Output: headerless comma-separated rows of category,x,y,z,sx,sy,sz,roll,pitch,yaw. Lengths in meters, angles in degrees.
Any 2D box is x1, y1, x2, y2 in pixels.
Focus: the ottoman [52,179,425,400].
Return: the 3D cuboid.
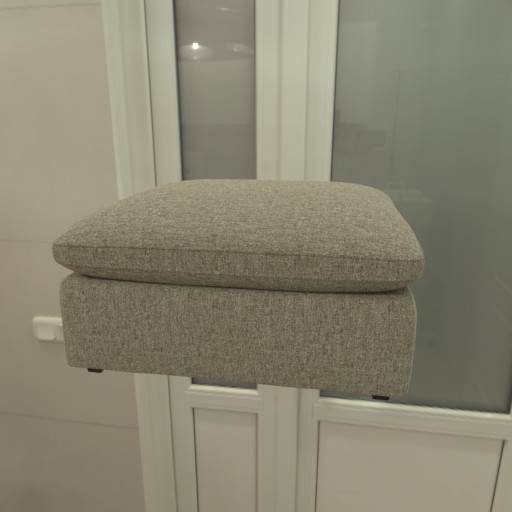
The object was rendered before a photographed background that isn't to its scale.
ottoman,0.000,0.000,1.646,1.035,0.526,1.039,3,17,9
